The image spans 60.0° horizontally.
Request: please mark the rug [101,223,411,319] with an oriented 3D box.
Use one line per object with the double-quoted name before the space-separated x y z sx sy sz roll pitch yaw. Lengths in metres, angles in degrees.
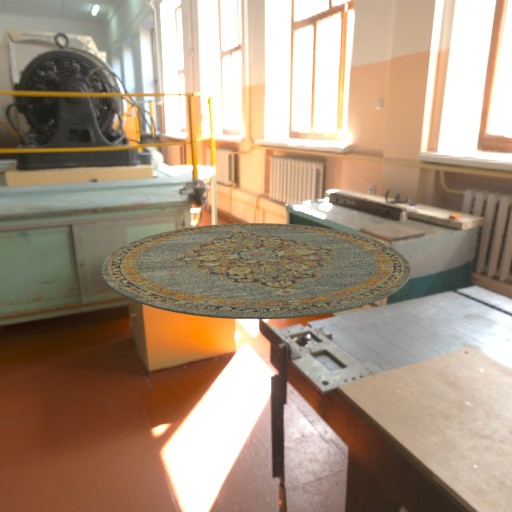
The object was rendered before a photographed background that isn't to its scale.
"rug" 0.000 0.000 2.408 1.598 0.010 1.598 0 17 0
